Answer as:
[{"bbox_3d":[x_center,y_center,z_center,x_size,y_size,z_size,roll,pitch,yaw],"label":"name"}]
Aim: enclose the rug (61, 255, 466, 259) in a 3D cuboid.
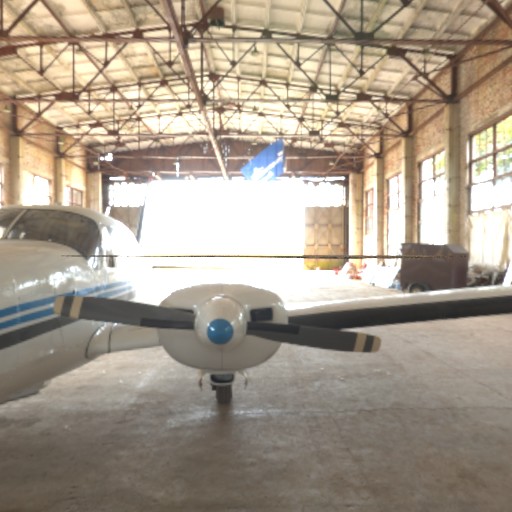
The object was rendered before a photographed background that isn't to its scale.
[{"bbox_3d":[0.000,0.000,3.078,2.438,0.011,1.524,0,0,36],"label":"rug"}]
